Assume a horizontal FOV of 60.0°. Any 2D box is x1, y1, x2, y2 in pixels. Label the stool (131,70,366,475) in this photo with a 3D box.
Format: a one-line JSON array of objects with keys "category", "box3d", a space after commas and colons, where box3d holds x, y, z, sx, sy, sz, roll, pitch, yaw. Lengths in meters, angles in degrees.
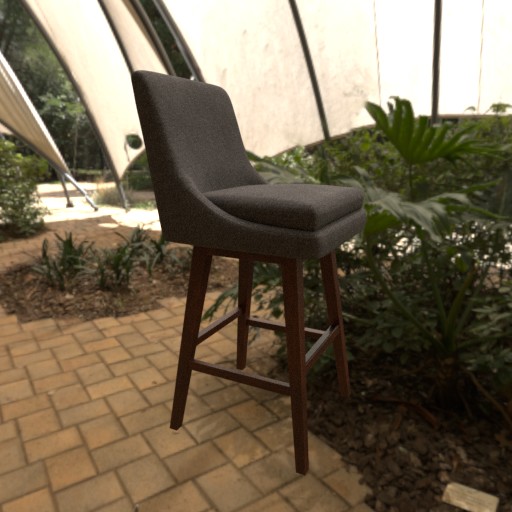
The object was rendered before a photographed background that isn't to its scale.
[{"category": "stool", "box3d": [0.000, 0.000, 1.380, 0.572, 1.068, 0.489, 7, 16, 26]}]
